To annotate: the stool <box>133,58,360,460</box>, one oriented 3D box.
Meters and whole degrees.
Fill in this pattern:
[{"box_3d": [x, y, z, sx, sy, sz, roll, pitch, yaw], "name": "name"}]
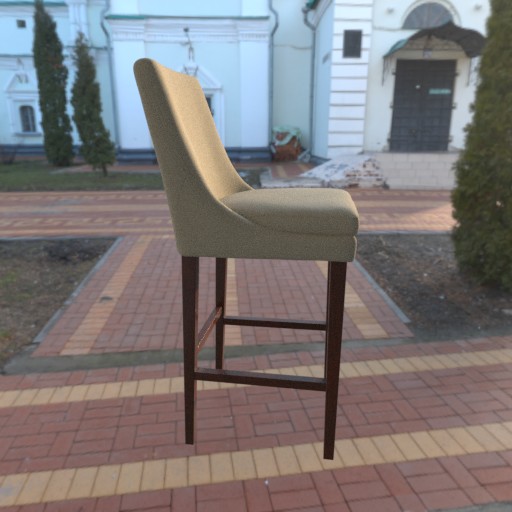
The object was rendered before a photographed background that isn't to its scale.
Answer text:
[{"box_3d": [0.000, 0.000, 1.359, 0.577, 1.078, 0.470, 2, 16, 8], "name": "stool"}]
